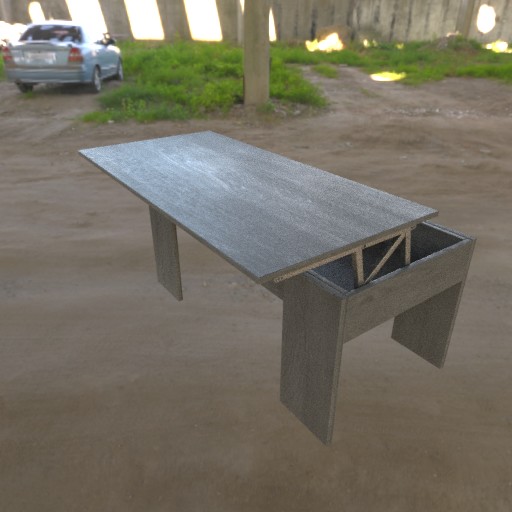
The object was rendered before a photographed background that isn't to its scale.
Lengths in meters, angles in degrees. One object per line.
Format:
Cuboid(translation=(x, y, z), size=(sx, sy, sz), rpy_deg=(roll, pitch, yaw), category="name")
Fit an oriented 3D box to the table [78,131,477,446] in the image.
Cuboid(translation=(0.000, 0.000, 1.402), size=(0.711, 0.570, 1.000), rpy_deg=(-19, 33, -31), category="table")
